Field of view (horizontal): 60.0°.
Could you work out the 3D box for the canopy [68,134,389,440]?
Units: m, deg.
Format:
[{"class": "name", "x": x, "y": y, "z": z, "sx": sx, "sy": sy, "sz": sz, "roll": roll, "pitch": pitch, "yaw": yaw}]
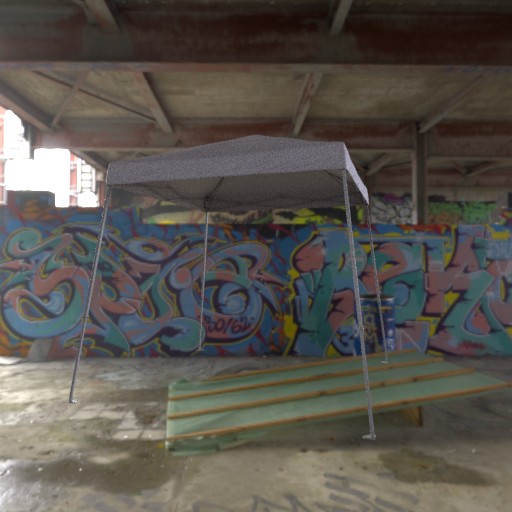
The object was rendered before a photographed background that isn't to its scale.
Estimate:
[{"class": "canopy", "x": 0.000, "y": 0.000, "z": 5.173, "sx": 2.850, "sy": 2.850, "sz": 2.849, "roll": 0, "pitch": -1, "yaw": 19}]
